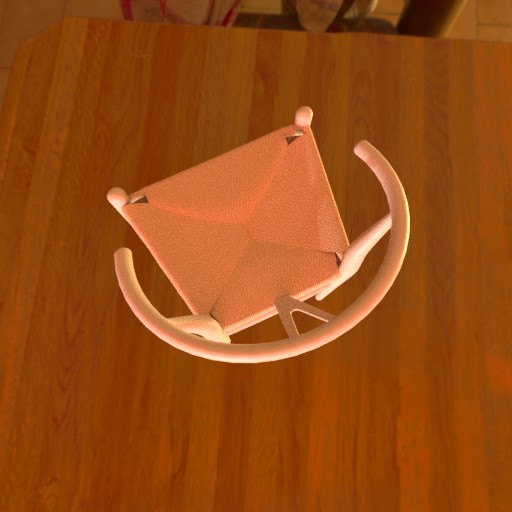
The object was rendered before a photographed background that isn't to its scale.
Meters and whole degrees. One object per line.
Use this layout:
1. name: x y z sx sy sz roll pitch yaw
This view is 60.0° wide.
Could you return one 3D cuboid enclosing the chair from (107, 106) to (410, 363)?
1. chair: 0.000 0.000 1.086 0.533 0.736 0.500 -25 78 -6
